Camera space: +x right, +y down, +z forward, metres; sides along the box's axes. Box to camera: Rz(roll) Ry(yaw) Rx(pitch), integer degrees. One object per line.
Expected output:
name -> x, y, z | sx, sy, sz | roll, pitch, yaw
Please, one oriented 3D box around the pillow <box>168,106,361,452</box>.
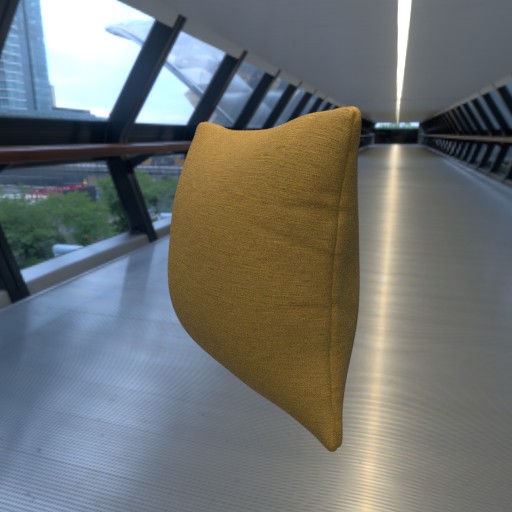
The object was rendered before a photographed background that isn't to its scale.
pillow -> 0.000, 0.000, 0.690 | 0.247, 0.417, 0.435 | -8, 16, -28
